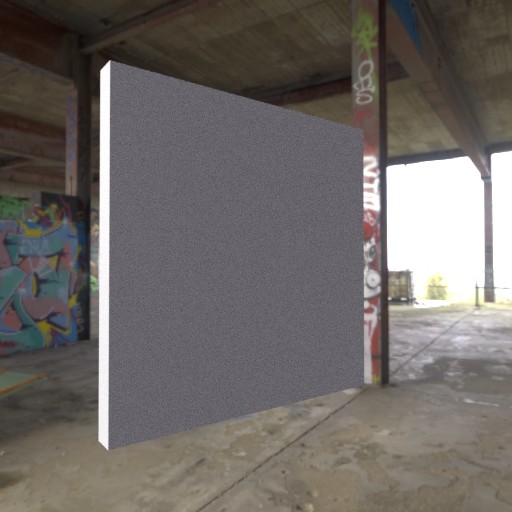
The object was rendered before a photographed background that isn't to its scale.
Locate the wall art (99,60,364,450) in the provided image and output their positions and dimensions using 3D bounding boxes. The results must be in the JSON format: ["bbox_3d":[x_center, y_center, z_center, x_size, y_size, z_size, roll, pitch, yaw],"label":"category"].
[{"bbox_3d":[0.000,0.000,0.520,0.355,0.355,0.027,1,-1,-37],"label":"wall art"}]
